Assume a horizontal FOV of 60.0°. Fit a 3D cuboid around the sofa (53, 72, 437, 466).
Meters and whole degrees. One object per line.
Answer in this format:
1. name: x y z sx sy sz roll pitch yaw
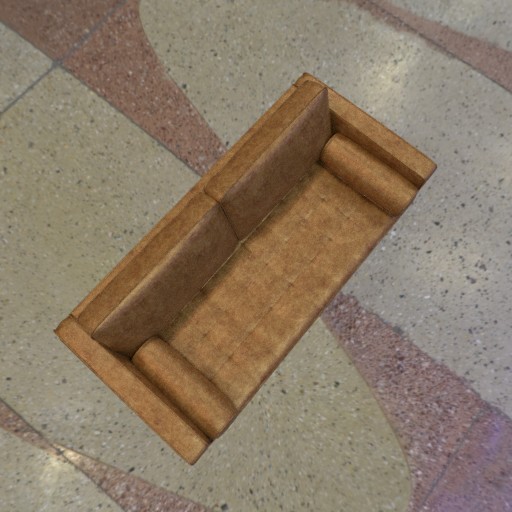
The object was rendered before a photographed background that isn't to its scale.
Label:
1. sofa: 0.000 0.000 2.381 0.924 0.825 1.920 39 78 10
